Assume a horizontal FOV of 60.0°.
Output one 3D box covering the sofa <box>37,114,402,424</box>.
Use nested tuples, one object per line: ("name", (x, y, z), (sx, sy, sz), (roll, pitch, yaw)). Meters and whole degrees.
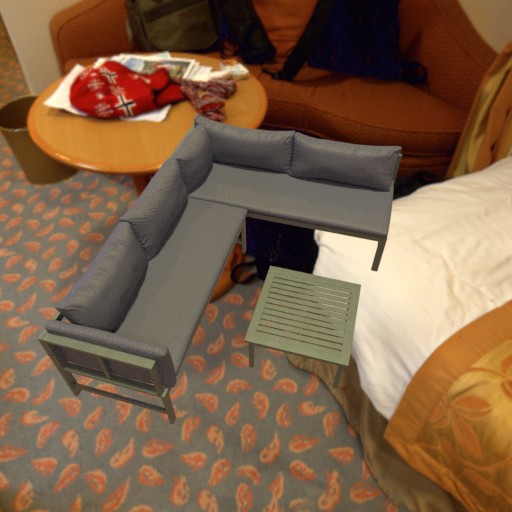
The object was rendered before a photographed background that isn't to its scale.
("sofa", (0.000, 0.000, 2.929), (1.658, 0.762, 2.149), (12, 48, 11))
